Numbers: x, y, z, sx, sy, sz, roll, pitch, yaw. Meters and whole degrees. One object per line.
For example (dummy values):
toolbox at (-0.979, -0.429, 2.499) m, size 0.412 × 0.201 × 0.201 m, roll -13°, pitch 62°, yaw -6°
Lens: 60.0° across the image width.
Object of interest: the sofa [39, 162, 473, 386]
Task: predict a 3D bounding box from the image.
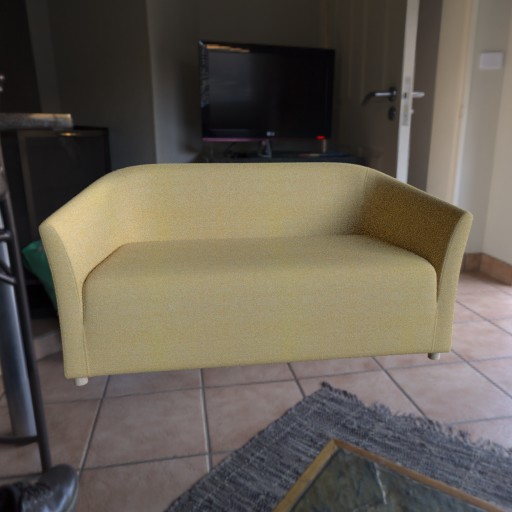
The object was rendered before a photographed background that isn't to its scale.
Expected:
sofa at (0.000, 0.000, 1.840) m, size 1.452 × 0.721 × 0.705 m, roll -2°, pitch 15°, yaw -8°
